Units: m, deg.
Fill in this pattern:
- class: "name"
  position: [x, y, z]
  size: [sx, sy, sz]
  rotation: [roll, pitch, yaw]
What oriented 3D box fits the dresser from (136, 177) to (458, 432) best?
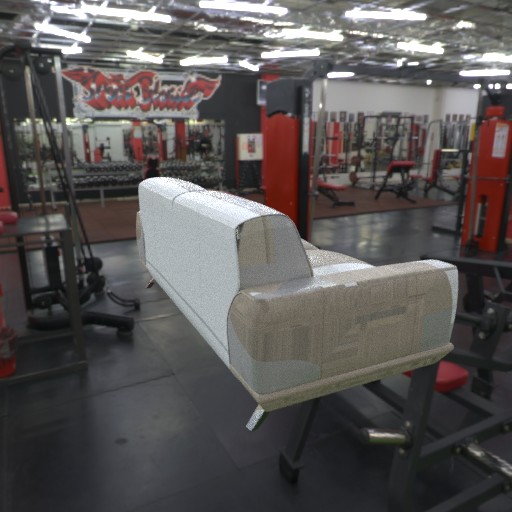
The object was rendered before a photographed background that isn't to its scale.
- class: "dresser"
  position: [0.000, 0.000, 5.848]
  size: [2.251, 1.863, 4.679]
  rotation: [-7, 17, -25]
